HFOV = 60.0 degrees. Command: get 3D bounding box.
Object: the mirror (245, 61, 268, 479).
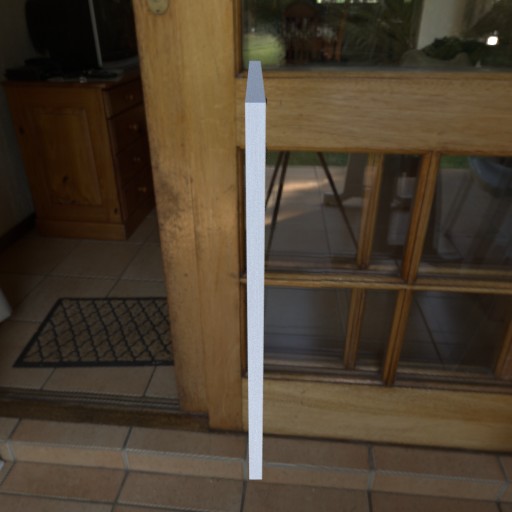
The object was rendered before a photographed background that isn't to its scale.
[{"bbox_3d":[0.000,0.000,1.338,0.040,1.016,0.762,0,29,0],"label":"mirror"}]
